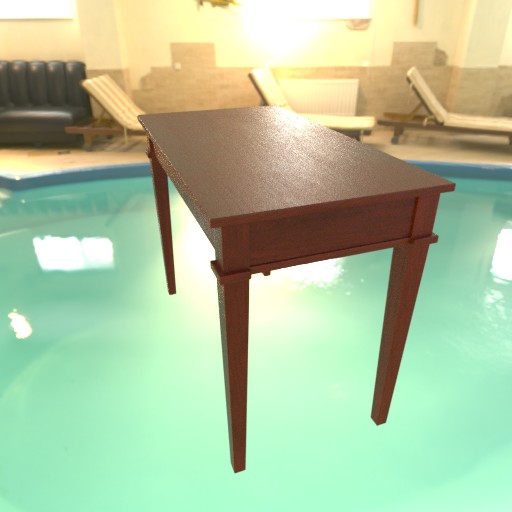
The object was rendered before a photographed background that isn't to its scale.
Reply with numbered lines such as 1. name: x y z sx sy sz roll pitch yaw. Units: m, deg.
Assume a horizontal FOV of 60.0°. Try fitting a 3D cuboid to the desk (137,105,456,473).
1. desk: 0.000 0.000 1.465 0.549 0.762 1.001 -10 30 -18
